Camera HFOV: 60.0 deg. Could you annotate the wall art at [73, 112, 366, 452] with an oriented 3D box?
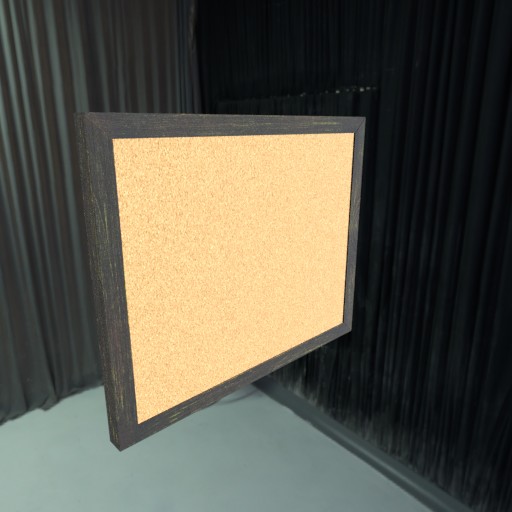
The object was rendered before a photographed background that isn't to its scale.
[{"bbox_3d":[0.000,0.000,0.756,0.558,0.457,0.032,-15,22,-41],"label":"wall art"}]
